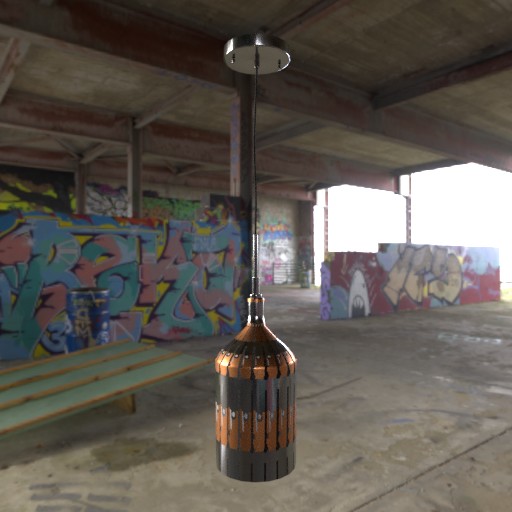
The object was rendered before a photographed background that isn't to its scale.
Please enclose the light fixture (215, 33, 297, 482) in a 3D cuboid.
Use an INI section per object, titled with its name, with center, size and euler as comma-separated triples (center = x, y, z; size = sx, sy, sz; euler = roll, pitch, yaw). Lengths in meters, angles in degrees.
[light fixture]
center = 0.000, 0.000, 1.653
size = 0.303, 1.535, 0.303
euler = 0, 0, 0
